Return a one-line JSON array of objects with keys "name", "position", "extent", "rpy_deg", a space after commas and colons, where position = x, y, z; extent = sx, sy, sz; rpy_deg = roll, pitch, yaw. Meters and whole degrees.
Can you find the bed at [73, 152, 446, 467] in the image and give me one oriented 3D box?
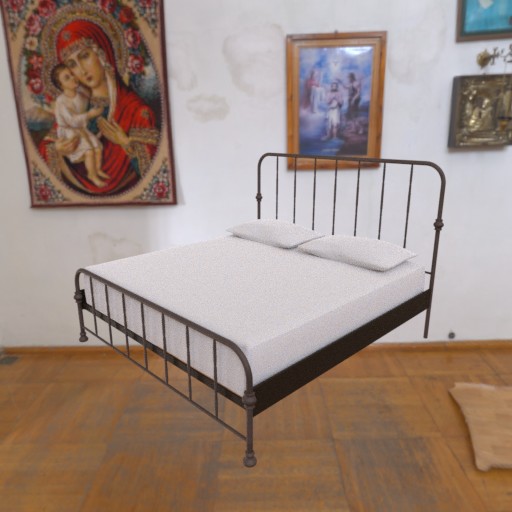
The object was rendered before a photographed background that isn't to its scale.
[{"name": "bed", "position": [0.000, 0.000, 3.492], "extent": [2.134, 1.446, 2.044], "rpy_deg": [-16, 22, -43]}]
